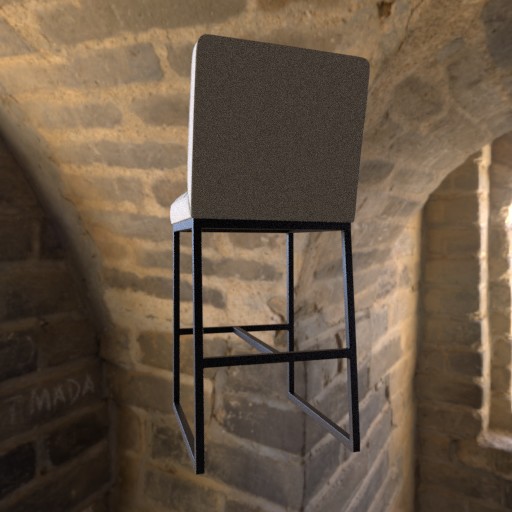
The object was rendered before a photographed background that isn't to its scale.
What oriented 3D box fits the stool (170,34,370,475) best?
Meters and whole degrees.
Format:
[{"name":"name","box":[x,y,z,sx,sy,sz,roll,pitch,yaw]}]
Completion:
[{"name":"stool","box":[0.000,0.000,1.337,0.460,1.040,0.560,0,-1,-17]}]
